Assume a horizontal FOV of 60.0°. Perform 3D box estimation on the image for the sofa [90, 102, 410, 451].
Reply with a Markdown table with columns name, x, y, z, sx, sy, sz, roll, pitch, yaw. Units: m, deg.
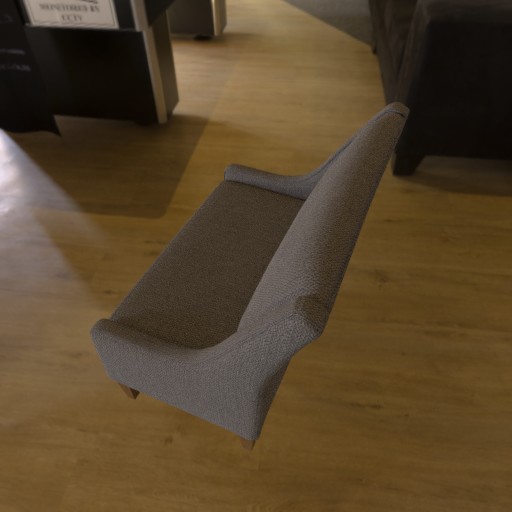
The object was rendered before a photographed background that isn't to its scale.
| name | x | y | z | sx | sy | sz | roll | pitch | yaw |
| --- | --- | --- | --- | --- | --- | --- | --- | --- | --- |
| sofa | 0.000 | 0.000 | 1.907 | 0.873 | 1.022 | 1.242 | 17 | 48 | 16 |
